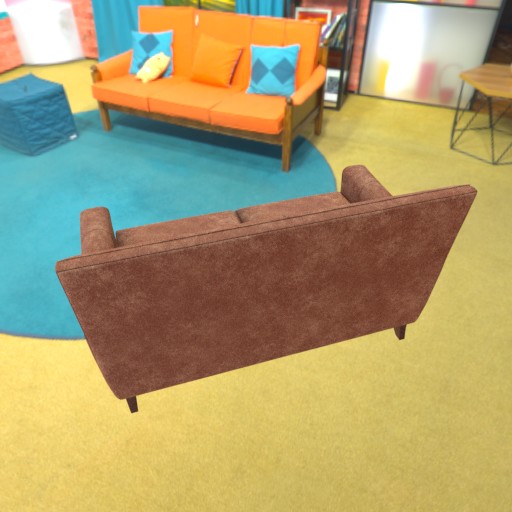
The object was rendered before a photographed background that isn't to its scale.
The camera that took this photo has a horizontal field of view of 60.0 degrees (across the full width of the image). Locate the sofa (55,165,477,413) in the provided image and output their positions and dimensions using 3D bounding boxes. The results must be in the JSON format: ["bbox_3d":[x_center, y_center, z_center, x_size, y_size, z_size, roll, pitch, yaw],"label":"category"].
[{"bbox_3d":[0.000,0.000,2.015,1.473,0.871,0.787,-12,41,-14],"label":"sofa"}]
